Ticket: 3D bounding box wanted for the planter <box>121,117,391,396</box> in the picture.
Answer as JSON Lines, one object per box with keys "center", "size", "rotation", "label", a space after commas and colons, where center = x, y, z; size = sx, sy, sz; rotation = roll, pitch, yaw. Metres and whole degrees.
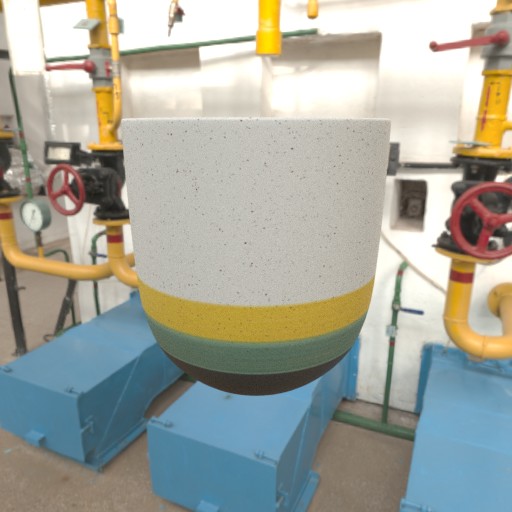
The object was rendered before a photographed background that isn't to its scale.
{"center": [0.000, 0.000, 0.363], "size": [0.195, 0.214, 0.195], "rotation": [0, 16, 0], "label": "planter"}
